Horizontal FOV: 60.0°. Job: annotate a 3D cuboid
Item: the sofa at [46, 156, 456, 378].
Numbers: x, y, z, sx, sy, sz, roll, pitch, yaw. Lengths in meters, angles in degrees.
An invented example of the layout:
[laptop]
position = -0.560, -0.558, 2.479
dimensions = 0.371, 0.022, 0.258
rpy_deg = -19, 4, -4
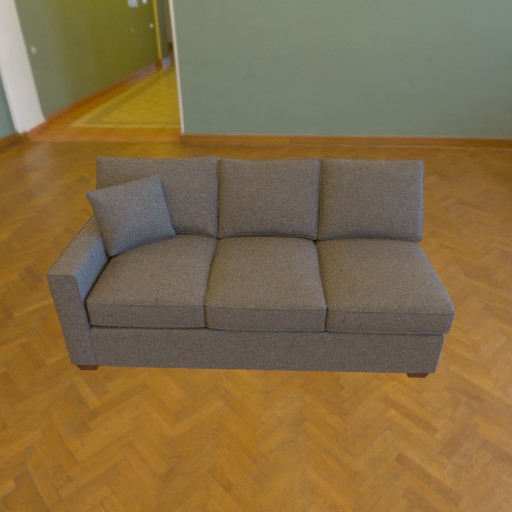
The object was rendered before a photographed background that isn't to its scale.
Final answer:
[sofa]
position = 0.000, 0.000, 2.549
dimensions = 1.963, 0.946, 1.034
rpy_deg = 1, 30, 1
